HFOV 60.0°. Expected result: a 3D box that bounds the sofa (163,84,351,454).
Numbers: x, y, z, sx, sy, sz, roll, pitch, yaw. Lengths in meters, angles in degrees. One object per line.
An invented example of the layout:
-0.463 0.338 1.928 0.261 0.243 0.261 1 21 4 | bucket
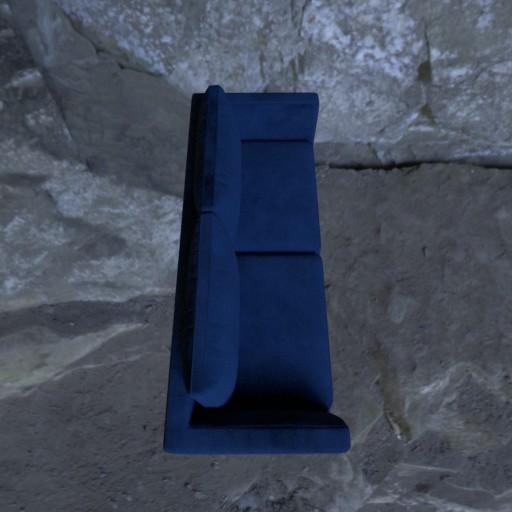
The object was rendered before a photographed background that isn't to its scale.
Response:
0.000 0.000 2.691 0.853 0.998 2.212 0 63 0 | sofa
